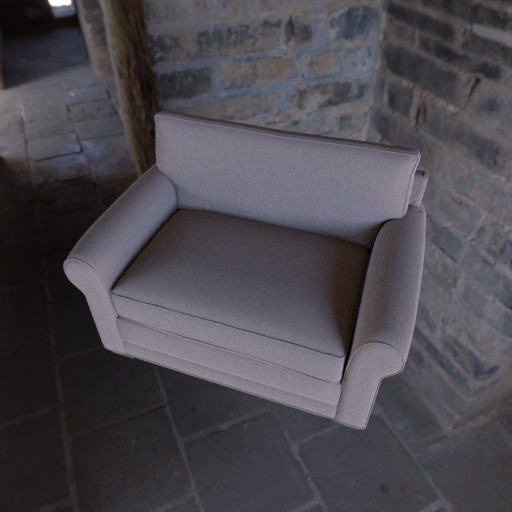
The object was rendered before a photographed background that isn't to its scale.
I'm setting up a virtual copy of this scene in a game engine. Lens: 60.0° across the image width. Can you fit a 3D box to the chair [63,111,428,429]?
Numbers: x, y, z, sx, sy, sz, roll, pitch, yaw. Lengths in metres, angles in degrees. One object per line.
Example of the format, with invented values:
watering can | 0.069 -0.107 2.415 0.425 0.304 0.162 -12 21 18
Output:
chair | 0.000 0.000 1.994 1.390 0.930 0.930 13 43 14
